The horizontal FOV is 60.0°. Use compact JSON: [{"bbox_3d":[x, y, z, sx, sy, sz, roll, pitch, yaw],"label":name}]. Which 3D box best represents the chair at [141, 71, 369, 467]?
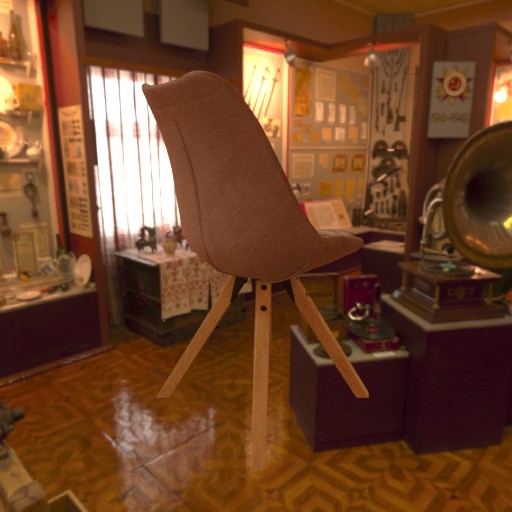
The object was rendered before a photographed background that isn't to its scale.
[{"bbox_3d":[0.000,0.000,1.193,0.550,0.850,0.485,-12,17,-42],"label":"chair"}]
